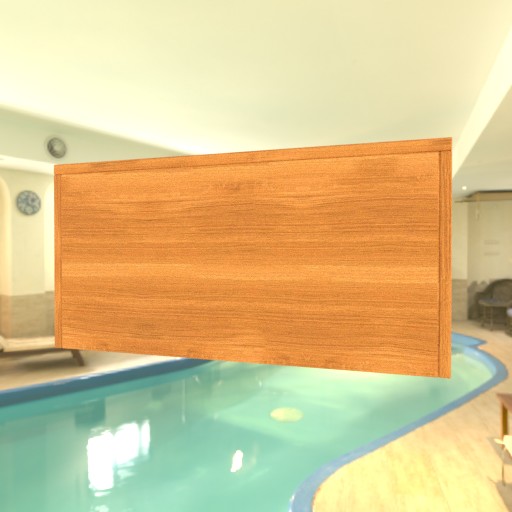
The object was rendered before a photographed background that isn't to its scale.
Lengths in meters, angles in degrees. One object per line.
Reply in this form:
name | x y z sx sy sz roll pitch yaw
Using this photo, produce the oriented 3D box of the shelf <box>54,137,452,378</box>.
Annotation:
shelf | 0.000 0.000 1.040 0.800 0.400 0.400 0 1 17
